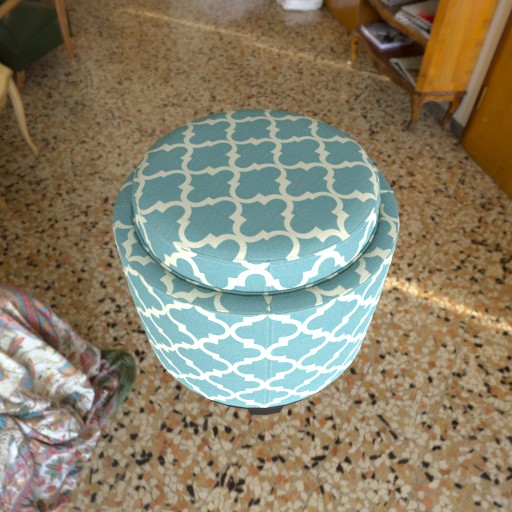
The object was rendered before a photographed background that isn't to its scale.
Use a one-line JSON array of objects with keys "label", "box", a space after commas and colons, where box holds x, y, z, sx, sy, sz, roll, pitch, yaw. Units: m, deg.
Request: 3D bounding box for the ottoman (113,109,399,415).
[{"label": "ottoman", "box": [0.000, 0.000, 0.850, 0.480, 0.429, 0.480, 0, 48, 0]}]
